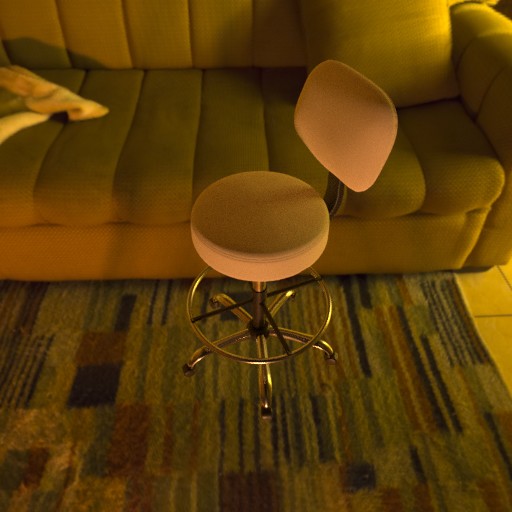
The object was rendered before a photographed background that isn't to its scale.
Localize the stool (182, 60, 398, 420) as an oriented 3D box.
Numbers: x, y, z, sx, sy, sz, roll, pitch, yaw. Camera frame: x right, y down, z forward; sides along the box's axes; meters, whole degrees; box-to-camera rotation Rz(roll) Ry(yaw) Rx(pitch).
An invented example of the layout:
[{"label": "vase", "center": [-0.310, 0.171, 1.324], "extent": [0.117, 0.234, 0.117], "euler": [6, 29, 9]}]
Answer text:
[{"label": "stool", "center": [0.000, 0.000, 1.435], "extent": [0.616, 1.080, 0.609], "euler": [-17, 48, -16]}]
